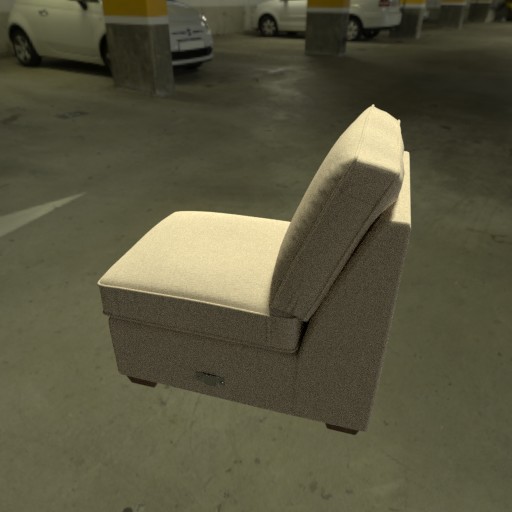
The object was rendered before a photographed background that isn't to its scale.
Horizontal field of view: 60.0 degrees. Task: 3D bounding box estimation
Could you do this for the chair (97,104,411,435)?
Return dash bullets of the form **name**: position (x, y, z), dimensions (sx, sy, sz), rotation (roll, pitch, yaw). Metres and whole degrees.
- **chair**: position (0.000, 0.000, 1.566), dimensions (0.938, 0.970, 0.621), rotation (8, 32, 14)
